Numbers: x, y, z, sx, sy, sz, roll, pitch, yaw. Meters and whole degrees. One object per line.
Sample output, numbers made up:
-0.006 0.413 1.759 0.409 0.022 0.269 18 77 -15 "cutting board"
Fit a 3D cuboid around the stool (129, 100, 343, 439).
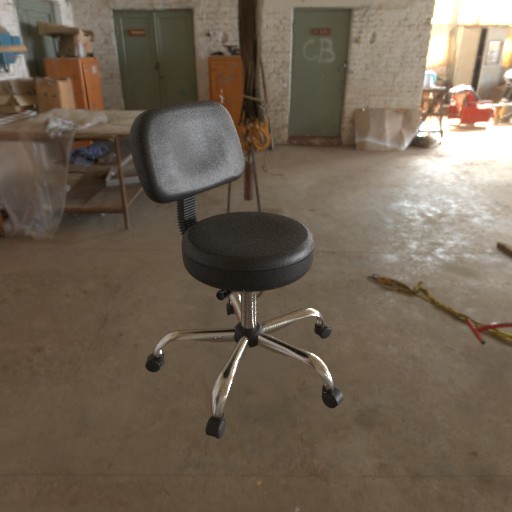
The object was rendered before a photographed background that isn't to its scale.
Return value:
0.000 0.000 1.362 0.648 0.862 0.673 18 31 33 "stool"
